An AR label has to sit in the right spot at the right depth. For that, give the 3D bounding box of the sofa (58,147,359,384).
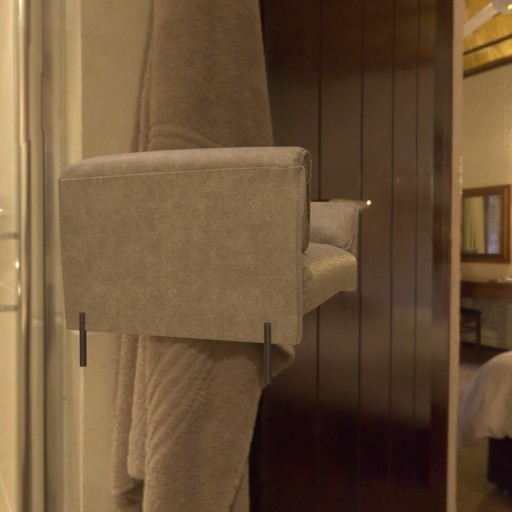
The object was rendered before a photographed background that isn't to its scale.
[{"bbox_3d":[0.000,0.000,2.308,0.905,0.747,1.878,0,1,18],"label":"sofa"}]
